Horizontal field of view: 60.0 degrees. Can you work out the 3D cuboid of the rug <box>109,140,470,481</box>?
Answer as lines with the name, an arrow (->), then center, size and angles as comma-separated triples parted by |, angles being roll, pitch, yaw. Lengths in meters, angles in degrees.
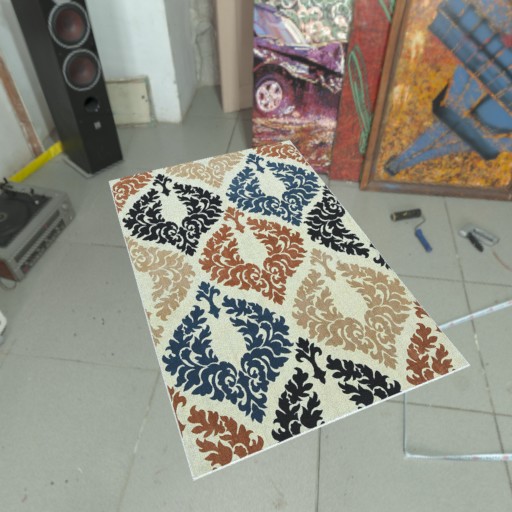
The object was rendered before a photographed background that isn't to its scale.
rug -> 0.000, 0.000, 2.842 | 1.514, 0.014, 2.275 | -16, 49, -15
